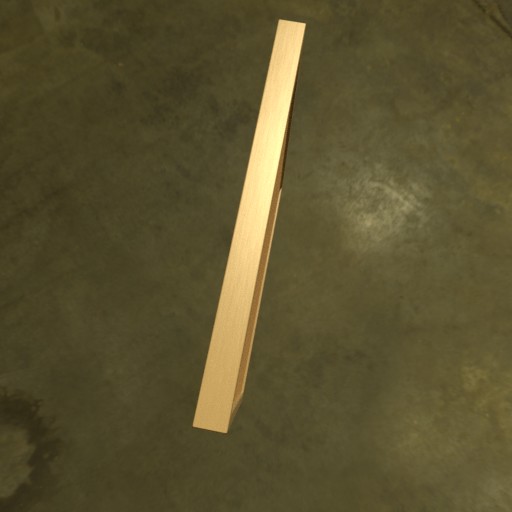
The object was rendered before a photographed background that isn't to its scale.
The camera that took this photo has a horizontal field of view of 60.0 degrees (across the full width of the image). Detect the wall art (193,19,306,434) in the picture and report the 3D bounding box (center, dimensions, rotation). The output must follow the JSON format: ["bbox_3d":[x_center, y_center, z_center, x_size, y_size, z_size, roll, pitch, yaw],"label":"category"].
[{"bbox_3d":[0.000,0.000,0.760,0.036,0.509,0.509,10,76,3],"label":"wall art"}]
